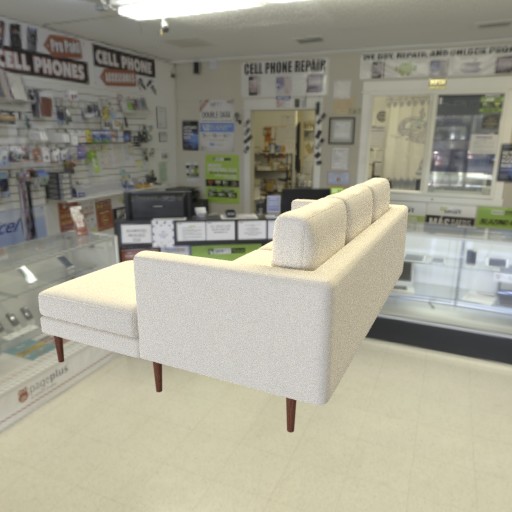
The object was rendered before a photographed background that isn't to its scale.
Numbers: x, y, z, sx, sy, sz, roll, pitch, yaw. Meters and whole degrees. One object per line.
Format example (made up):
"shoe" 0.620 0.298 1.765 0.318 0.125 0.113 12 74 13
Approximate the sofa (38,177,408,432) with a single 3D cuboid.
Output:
"sofa" 0.000 0.000 2.838 1.580 0.899 2.029 7 17 25
